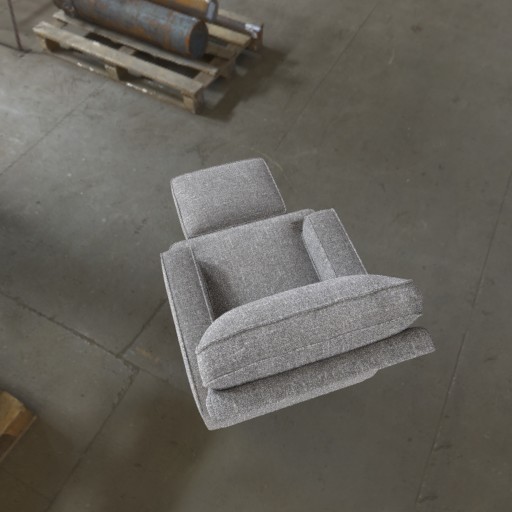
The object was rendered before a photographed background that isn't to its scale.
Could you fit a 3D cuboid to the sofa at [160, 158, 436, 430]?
[{"bbox_3d":[0.000,0.000,2.036,0.861,0.959,1.472,-15,58,-10],"label":"sofa"}]
